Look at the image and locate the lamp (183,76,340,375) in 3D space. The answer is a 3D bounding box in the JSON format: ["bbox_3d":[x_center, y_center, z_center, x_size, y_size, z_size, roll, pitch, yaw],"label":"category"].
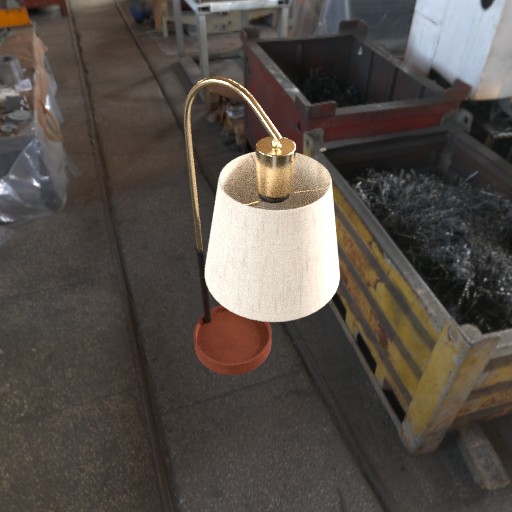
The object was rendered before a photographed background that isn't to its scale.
[{"bbox_3d":[0.000,0.000,0.702,0.273,0.536,0.211,26,48,26],"label":"lamp"}]
